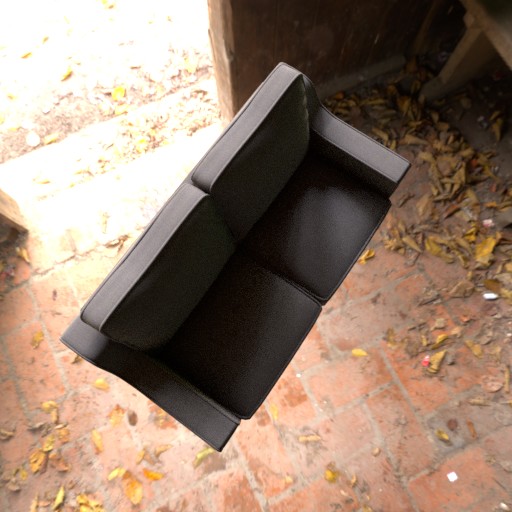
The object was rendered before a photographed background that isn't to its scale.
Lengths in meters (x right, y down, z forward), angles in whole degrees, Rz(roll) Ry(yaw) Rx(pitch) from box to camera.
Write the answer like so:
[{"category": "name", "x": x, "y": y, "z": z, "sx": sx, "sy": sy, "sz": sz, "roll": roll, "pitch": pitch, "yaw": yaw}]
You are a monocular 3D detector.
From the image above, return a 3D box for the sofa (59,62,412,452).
[{"category": "sofa", "x": 0.000, "y": 0.000, "z": 2.017, "sx": 0.791, "sy": 0.948, "sz": 1.500, "roll": 34, "pitch": 78, "yaw": 8}]
